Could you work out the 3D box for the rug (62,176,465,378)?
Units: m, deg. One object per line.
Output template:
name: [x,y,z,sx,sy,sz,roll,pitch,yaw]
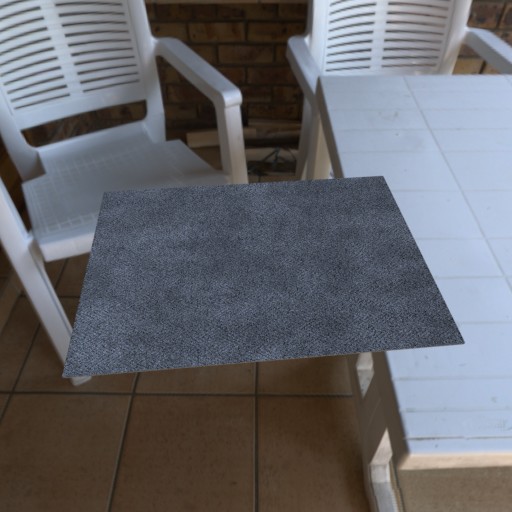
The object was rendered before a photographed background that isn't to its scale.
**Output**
rug: [0.000,0.000,2.991,2.235,0.008,1.600,-4,46,-4]
